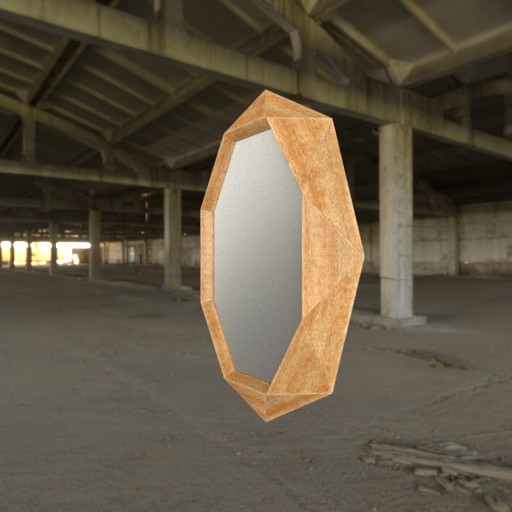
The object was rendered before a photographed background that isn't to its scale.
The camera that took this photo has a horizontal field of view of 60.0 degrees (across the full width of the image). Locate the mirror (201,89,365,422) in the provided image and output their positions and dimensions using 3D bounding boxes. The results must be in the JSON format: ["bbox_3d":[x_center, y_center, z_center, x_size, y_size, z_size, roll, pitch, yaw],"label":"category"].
[{"bbox_3d":[0.000,0.000,1.015,0.070,0.774,0.577,0,0,-37],"label":"mirror"}]
